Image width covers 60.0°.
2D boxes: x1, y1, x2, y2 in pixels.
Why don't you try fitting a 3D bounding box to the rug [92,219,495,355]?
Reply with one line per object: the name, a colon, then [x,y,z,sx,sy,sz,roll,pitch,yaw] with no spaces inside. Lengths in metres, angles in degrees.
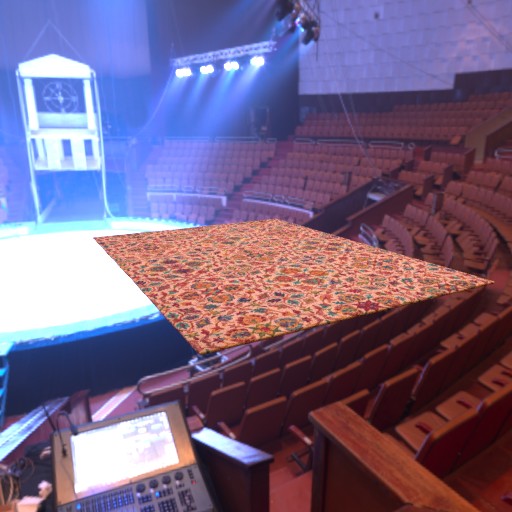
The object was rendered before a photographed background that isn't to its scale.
rug: [0.000,0.000,4.203,2.446,0.020,3.215,-8,17,-28]
